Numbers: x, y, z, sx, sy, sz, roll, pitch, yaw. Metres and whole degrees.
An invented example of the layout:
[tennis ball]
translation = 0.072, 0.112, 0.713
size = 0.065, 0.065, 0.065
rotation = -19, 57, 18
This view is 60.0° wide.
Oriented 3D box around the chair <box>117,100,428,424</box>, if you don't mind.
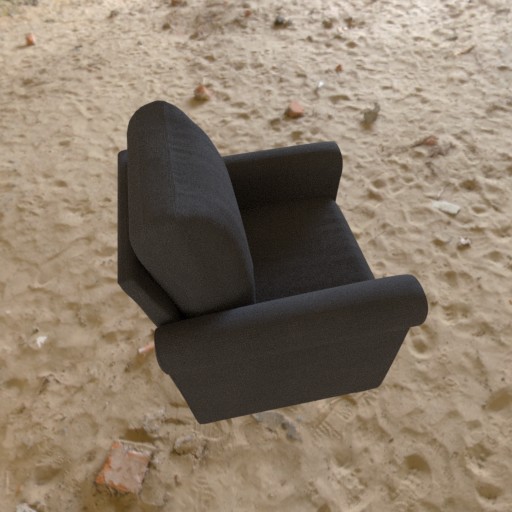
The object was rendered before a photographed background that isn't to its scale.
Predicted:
[chair]
translation = 0.000, 0.000, 1.569
size = 0.828, 0.942, 0.867
rotation = -9, 48, -8
